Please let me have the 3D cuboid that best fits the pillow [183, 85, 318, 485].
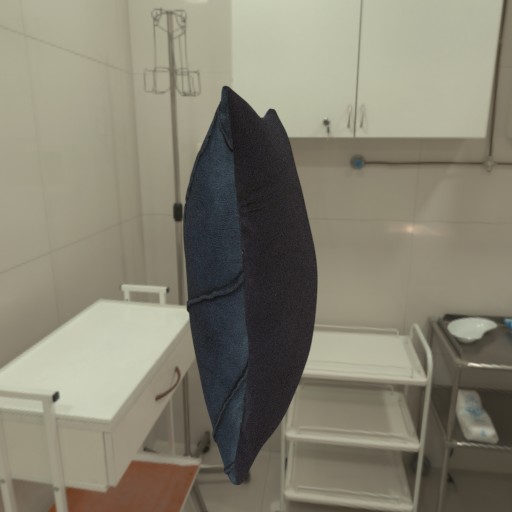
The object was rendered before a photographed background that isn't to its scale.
[{"bbox_3d":[0.000,0.000,0.655,0.183,0.440,0.439,2,15,8],"label":"pillow"}]
